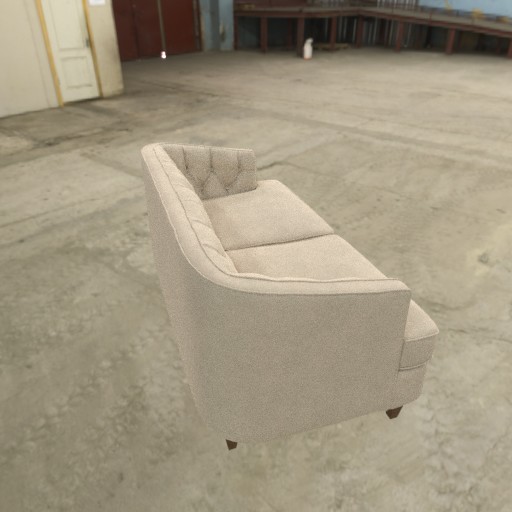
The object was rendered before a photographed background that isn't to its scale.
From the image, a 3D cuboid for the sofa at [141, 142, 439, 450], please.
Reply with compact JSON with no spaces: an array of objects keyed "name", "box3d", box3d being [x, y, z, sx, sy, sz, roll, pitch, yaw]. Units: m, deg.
[{"name":"sofa","box3d":[0.000,0.000,2.264,0.940,0.878,1.731,-10,32,-16]}]
